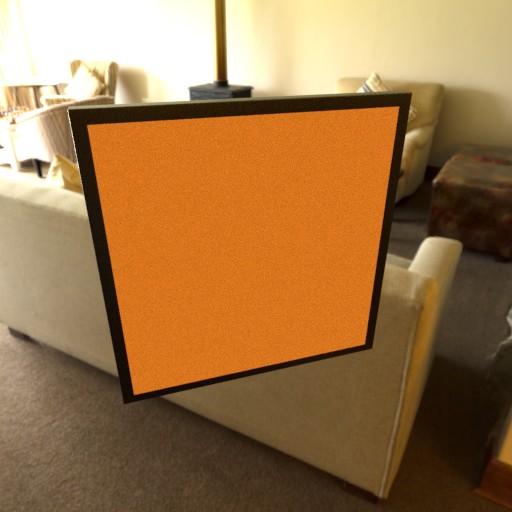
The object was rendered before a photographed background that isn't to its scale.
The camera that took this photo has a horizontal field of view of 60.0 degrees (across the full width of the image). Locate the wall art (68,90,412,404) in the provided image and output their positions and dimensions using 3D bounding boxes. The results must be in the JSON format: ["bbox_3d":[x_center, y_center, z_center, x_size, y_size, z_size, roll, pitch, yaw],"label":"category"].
[{"bbox_3d":[0.000,0.000,1.126,0.755,0.761,0.038,-8,29,-16],"label":"wall art"}]
